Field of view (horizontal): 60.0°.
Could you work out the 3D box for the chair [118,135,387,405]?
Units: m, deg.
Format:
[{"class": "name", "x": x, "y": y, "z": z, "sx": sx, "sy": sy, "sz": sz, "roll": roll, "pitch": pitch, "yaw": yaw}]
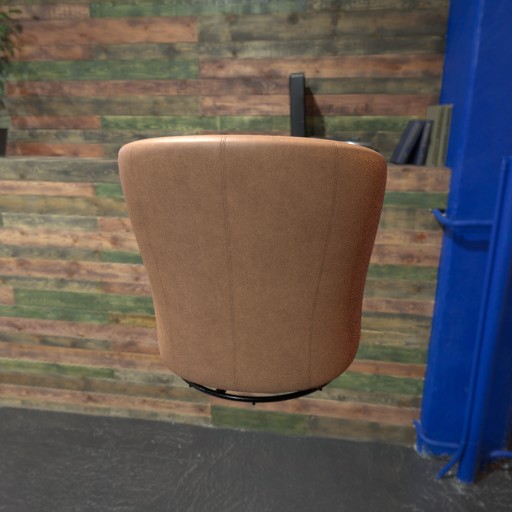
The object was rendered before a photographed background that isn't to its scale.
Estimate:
[{"class": "chair", "x": 0.000, "y": 0.000, "z": 1.449, "sx": 0.791, "sy": 0.771, "sz": 0.815, "roll": 3, "pitch": 16, "yaw": 10}]
